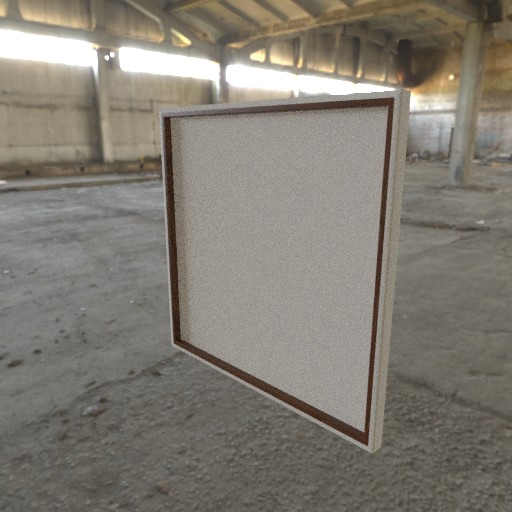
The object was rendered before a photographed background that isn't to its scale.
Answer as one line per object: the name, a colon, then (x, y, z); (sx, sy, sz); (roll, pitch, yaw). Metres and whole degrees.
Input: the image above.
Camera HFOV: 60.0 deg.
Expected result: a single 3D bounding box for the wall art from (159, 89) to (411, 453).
wall art: (0.000, 0.000, 1.147); (0.757, 0.757, 0.037); (14, 20, 43)
